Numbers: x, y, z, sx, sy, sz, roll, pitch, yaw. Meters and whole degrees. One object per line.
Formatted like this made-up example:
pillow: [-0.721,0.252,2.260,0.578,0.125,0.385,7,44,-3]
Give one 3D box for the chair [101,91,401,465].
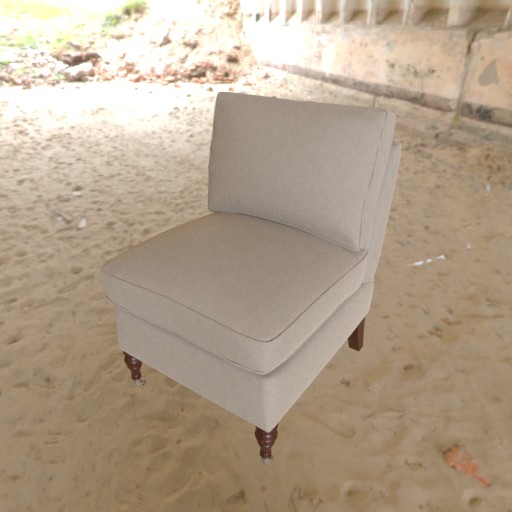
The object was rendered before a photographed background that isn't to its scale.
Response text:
chair: [0.000,0.000,1.647,0.724,1.052,0.912,18,34,30]
